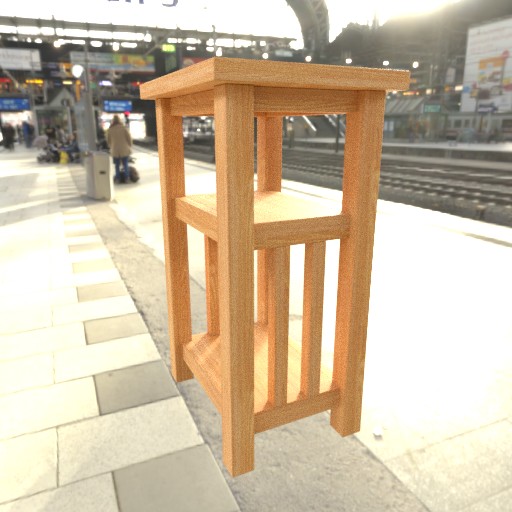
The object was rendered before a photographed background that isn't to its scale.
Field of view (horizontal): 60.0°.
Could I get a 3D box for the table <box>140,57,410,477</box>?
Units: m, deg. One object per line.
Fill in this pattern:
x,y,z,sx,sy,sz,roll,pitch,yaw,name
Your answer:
0.000,0.000,0.738,0.270,0.550,0.350,-8,18,-25,table
